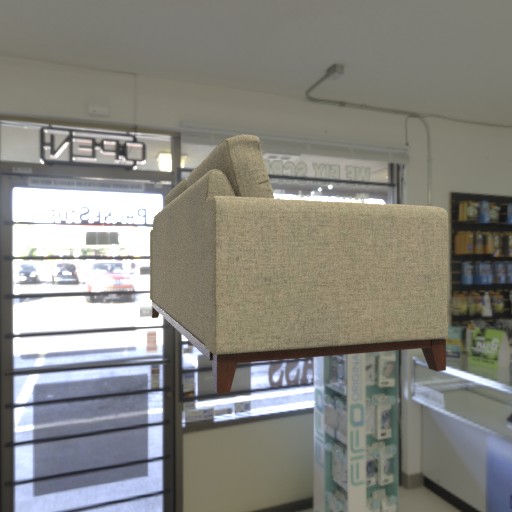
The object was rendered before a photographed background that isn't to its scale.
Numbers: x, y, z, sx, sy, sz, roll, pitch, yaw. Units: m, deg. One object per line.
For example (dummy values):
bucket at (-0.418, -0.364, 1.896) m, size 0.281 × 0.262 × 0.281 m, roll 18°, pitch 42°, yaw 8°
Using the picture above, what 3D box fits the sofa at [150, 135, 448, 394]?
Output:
sofa at (0.000, 0.000, 2.474) m, size 0.969 × 0.892 × 1.978 m, roll 0°, pitch 0°, yaw -19°
